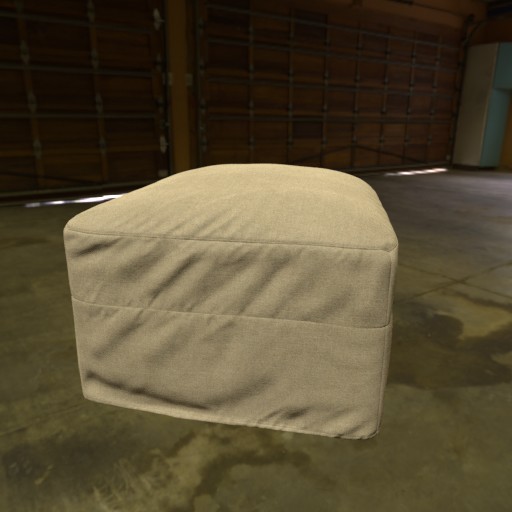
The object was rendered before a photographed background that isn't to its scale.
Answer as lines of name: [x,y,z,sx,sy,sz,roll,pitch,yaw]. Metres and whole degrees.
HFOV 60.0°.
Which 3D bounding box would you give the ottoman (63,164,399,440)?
ottoman: [0.000,0.000,1.230,0.683,0.481,0.837,3,17,10]
